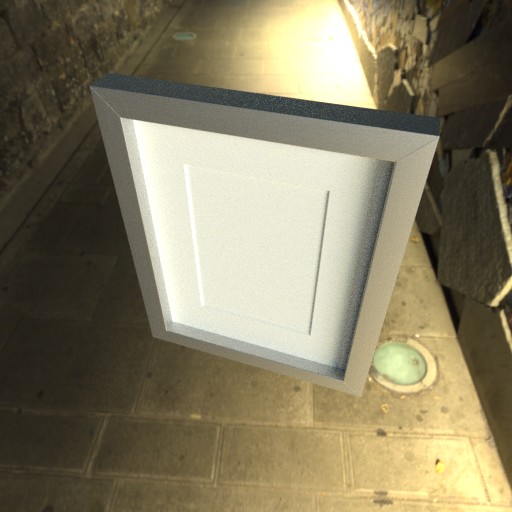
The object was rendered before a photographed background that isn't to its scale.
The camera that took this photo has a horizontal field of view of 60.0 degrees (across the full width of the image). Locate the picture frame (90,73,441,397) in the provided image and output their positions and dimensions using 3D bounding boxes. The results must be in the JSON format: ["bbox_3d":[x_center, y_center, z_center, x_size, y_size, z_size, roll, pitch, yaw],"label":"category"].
[{"bbox_3d":[0.000,0.000,0.387,0.233,0.282,0.036,13,44,14],"label":"picture frame"}]
